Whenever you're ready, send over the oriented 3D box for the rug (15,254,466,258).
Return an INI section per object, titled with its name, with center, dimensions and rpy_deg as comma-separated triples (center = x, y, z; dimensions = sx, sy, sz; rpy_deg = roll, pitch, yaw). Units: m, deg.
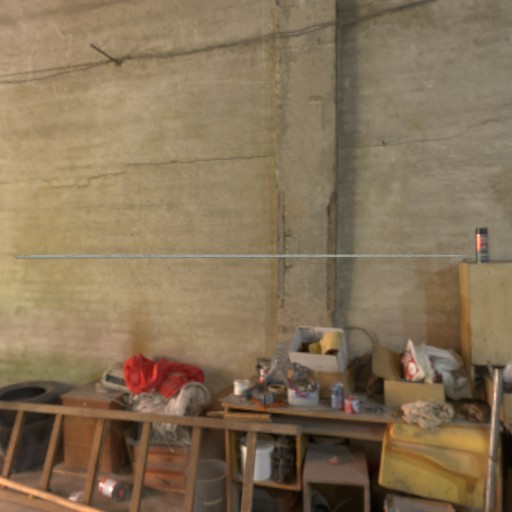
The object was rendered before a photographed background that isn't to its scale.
[rug]
center = 0.000, 0.000, 2.386
dimensions = 2.196, 0.011, 0.662
rpy_deg = 0, 0, -18
